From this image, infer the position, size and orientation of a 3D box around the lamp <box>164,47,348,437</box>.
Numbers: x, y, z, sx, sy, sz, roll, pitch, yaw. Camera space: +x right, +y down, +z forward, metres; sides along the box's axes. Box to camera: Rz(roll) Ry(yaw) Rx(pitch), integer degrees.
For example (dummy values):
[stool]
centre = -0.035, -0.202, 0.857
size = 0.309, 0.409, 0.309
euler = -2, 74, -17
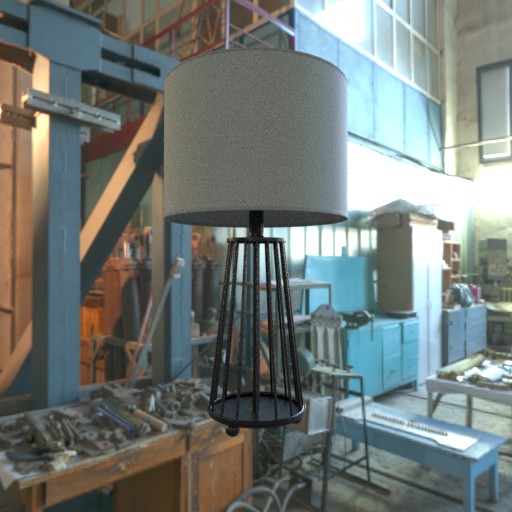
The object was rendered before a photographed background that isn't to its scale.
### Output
[lamp]
centre = 0.000, 0.000, 0.789
size = 0.322, 0.593, 0.322
euler = 0, -1, -1
